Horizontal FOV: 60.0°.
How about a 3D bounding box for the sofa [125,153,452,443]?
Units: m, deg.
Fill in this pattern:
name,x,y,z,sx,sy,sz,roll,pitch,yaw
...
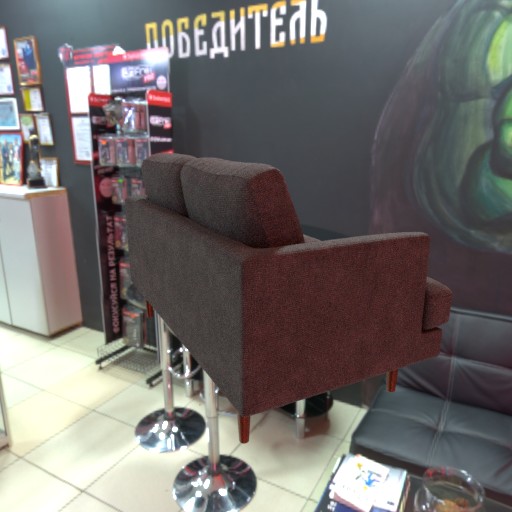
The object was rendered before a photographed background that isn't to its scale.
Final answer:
name,x,y,z,sx,sy,sz,roll,pitch,yaw
sofa,0.000,0.000,2.146,0.903,0.956,1.582,-8,17,-27
